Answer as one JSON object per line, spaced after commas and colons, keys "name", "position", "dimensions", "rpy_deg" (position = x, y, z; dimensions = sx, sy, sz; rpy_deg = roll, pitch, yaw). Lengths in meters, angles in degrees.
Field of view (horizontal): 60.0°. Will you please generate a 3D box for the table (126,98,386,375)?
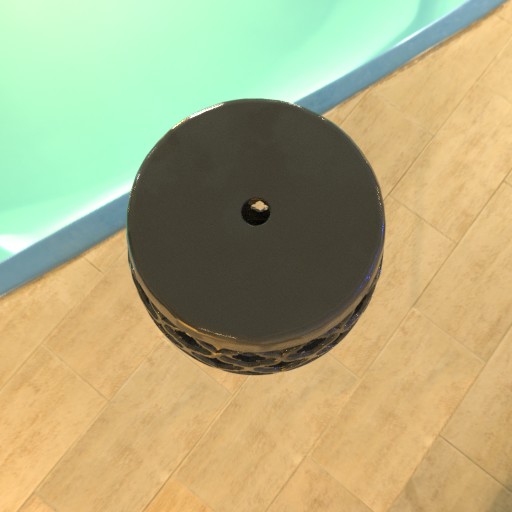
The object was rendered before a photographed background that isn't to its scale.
{"name": "table", "position": [0.000, 0.000, 0.629], "dimensions": [0.325, 0.388, 0.325], "rpy_deg": [0, 77, 0]}
